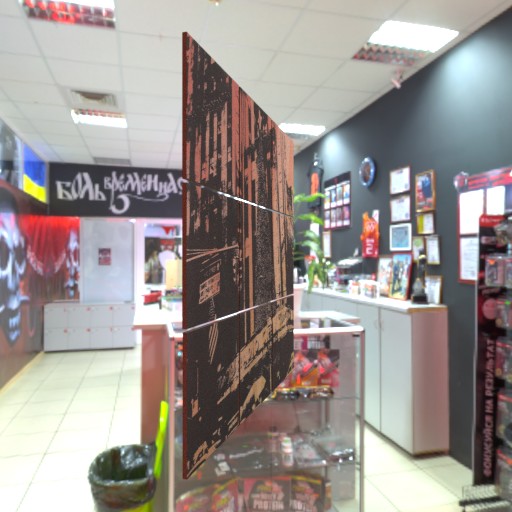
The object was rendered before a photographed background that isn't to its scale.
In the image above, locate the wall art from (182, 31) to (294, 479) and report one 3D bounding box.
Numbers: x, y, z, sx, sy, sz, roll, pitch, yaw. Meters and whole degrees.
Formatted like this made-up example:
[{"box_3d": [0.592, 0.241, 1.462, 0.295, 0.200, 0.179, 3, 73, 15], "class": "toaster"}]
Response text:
[{"box_3d": [0.000, 0.000, 2.230, 0.017, 1.521, 1.527, 0, 0, 19], "class": "wall art"}]
